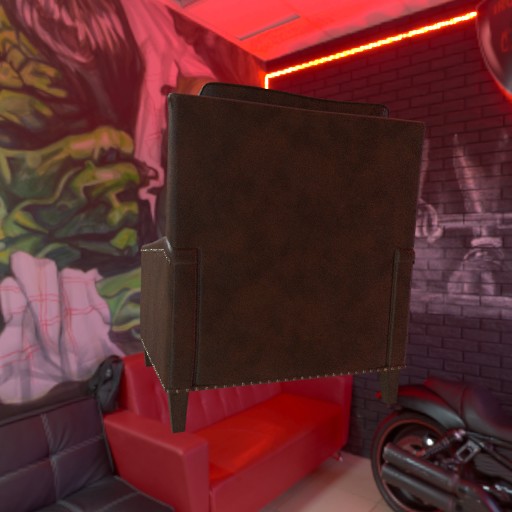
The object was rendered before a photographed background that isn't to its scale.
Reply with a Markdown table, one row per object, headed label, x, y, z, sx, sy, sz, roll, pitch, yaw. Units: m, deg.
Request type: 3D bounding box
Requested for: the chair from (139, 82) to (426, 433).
| label | x | y | z | sx | sy | sz | roll | pitch | yaw |
| --- | --- | --- | --- | --- | --- | --- | --- | --- | --- |
| chair | 0.000 | 0.000 | 1.814 | 0.854 | 1.054 | 1.035 | 0 | 1 | -19 |
